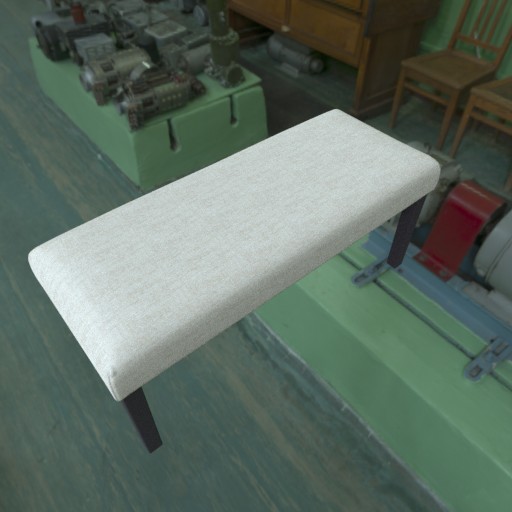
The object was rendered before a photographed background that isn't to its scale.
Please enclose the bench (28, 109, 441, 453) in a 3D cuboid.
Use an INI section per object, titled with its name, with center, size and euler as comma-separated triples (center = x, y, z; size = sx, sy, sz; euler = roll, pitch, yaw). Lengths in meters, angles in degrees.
[bench]
center = 0.000, 0.000, 1.237
size = 1.013, 0.456, 0.407
euler = -31, 54, -26
